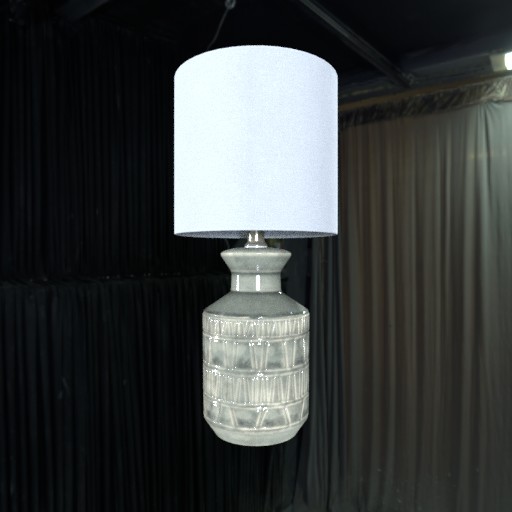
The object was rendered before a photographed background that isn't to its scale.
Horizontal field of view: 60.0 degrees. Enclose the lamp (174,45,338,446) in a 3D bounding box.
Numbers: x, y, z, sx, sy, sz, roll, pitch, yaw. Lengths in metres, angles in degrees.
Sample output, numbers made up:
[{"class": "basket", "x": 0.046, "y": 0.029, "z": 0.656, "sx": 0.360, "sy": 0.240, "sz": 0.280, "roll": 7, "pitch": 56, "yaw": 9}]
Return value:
[{"class": "lamp", "x": 0.000, "y": 0.000, "z": 0.583, "sx": 0.211, "sy": 0.455, "sz": 0.211, "roll": 0, "pitch": 0, "yaw": 37}]
